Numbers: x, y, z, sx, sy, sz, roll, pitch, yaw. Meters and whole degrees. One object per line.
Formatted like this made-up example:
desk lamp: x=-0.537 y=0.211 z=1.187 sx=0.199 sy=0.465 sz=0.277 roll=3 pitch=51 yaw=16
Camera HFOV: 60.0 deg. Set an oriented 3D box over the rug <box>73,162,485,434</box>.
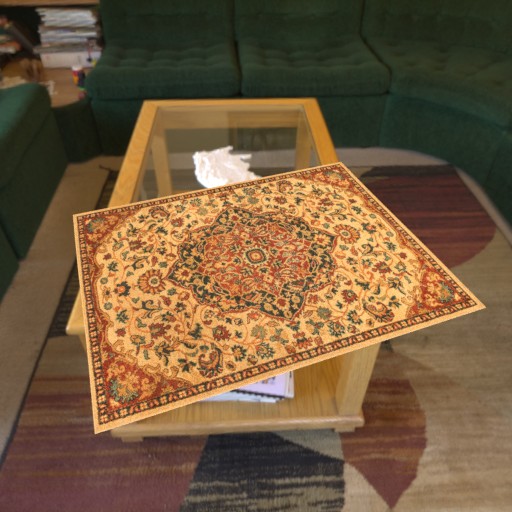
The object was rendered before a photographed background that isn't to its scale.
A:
rug: x=0.000 y=0.000 z=4.041 sx=3.067 sy=0.005 sz=2.454 roll=-14 pitch=44 yaw=-15
